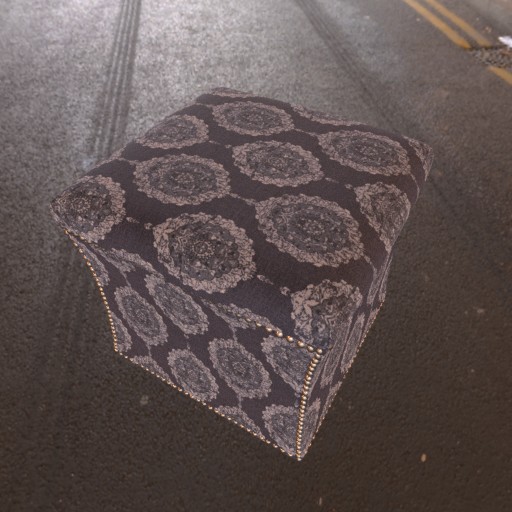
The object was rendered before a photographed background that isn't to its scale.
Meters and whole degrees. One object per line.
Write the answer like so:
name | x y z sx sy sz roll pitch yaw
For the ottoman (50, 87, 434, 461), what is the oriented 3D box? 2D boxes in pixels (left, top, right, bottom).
ottoman | 0.000 0.000 0.896 0.507 0.475 0.497 23 50 21
